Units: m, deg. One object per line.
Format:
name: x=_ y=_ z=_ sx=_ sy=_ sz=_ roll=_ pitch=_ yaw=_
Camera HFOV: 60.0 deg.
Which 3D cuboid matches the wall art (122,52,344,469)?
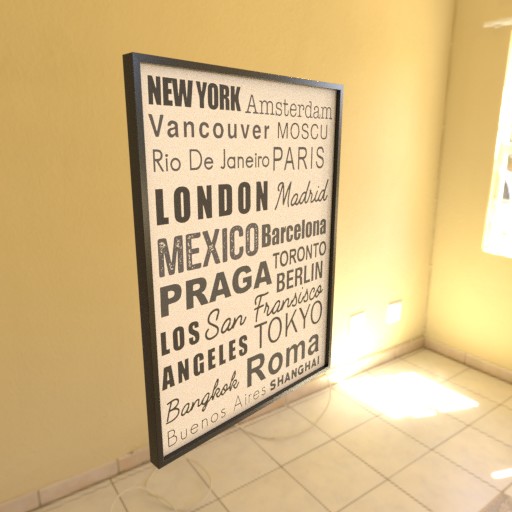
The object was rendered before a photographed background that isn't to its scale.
wall art: x=0.000 y=0.000 z=1.357 sx=0.043 sy=1.046 sz=0.788 roll=14 pitch=20 yaw=43
